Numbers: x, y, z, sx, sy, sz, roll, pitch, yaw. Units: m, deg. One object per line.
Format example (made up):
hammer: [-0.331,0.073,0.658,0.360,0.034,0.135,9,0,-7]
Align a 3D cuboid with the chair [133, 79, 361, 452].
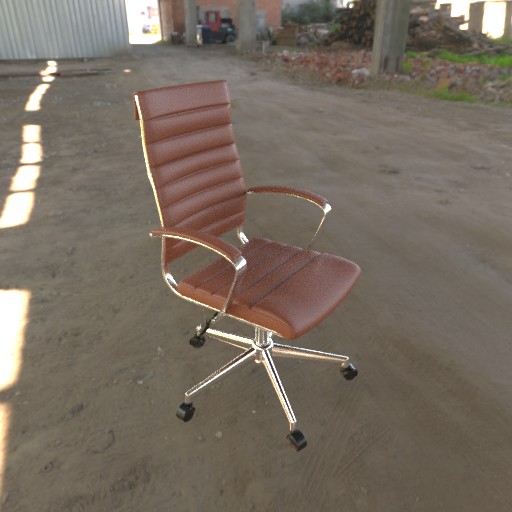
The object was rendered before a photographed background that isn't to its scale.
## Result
chair: [0.000,0.000,1.642,0.739,1.149,0.766,19,33,31]
